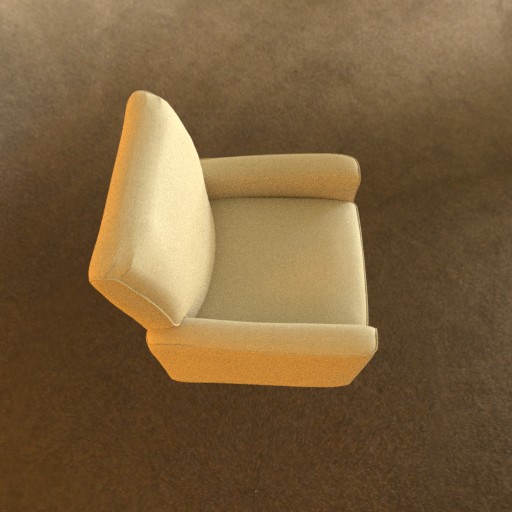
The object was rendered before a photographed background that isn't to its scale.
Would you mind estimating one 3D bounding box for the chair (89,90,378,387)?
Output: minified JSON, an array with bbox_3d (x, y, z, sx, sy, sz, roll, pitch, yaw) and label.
[{"bbox_3d":[0.000,0.000,1.687,0.858,1.023,0.841,1,62,1],"label":"chair"}]
